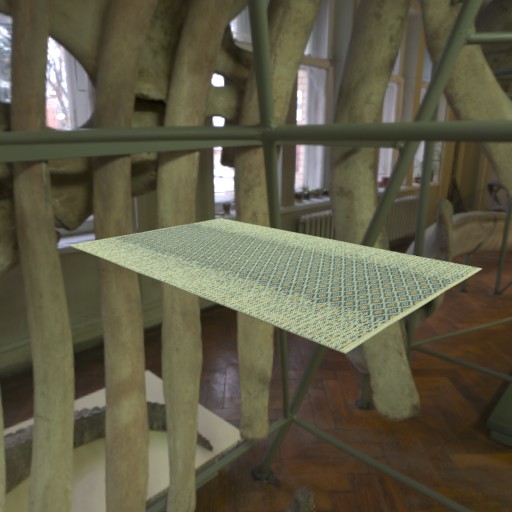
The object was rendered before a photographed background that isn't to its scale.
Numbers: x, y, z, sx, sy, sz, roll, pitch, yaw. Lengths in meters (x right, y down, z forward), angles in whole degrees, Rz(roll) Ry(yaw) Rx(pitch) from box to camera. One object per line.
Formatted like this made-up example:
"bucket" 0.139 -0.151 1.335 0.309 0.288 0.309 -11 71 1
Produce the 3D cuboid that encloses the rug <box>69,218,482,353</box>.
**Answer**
"rug" 0.000 0.000 3.060 2.448 0.008 1.541 14 21 42
